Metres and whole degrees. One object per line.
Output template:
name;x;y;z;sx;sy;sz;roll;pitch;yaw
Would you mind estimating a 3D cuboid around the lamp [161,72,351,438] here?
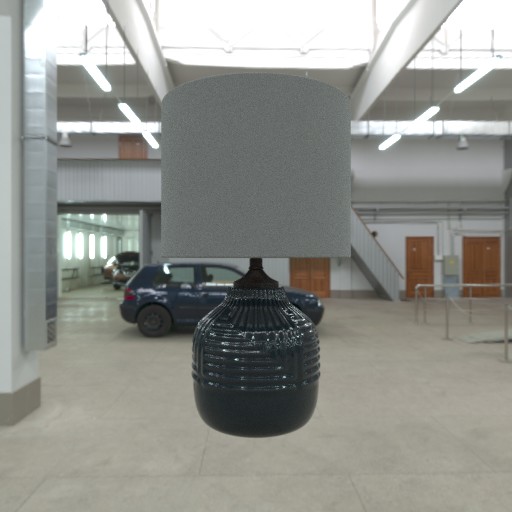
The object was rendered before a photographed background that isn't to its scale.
lamp;0.000;0.000;0.759;0.318;0.567;0.318;0;0;0
